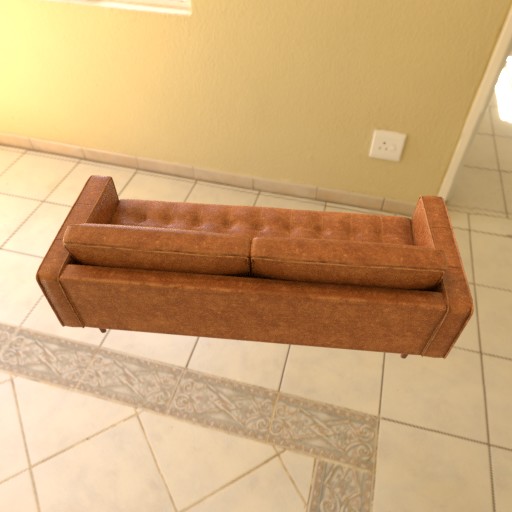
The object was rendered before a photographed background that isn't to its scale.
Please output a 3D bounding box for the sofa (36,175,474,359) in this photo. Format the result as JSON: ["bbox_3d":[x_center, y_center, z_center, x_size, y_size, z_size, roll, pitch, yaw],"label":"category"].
[{"bbox_3d":[0.000,0.000,2.588,2.199,0.779,0.886,4,48,4],"label":"sofa"}]
